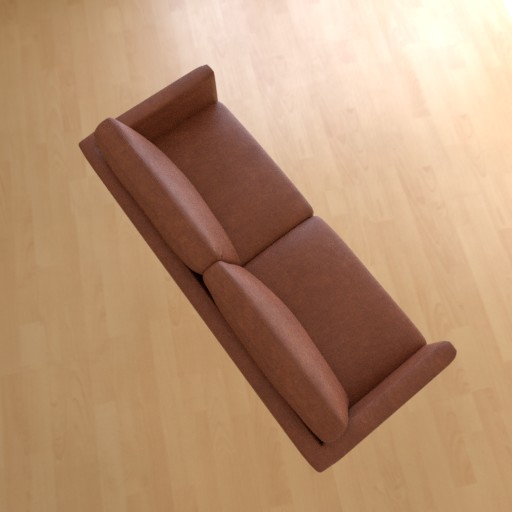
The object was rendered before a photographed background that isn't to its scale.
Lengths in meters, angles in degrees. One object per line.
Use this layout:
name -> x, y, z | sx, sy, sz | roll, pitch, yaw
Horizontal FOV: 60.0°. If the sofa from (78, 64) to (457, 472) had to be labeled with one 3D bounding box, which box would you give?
sofa -> 0.000, 0.000, 2.654 | 0.950, 0.932, 2.204 | -36, 77, -10
